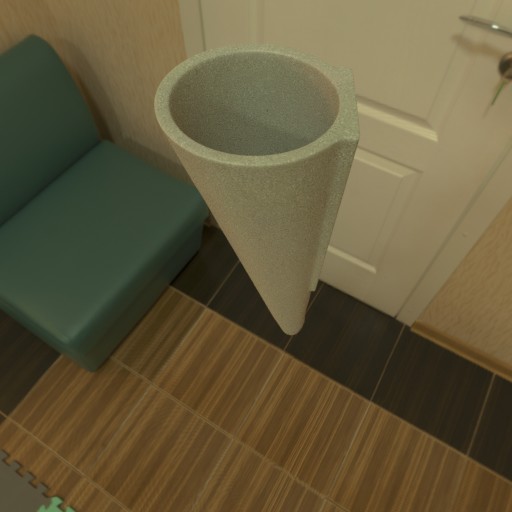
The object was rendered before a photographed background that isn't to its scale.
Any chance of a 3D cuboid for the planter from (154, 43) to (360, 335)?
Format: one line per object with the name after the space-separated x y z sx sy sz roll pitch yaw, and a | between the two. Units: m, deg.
0.000 0.000 0.221 0.064 0.191 0.057 2 59 1 | planter
